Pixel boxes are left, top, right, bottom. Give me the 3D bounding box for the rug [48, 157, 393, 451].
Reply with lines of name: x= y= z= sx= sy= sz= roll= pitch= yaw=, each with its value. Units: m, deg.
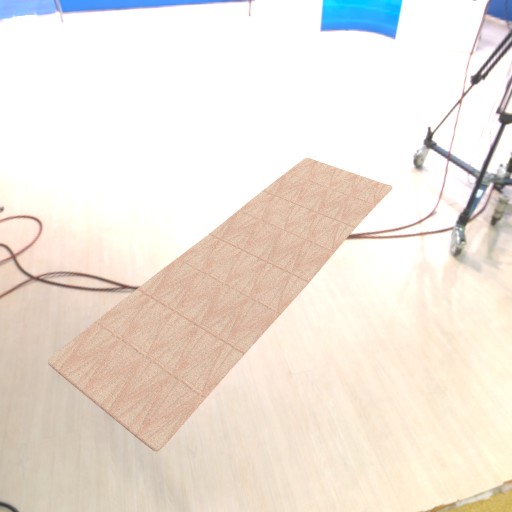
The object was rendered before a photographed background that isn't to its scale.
rug: x=0.000 y=0.000 z=2.711 sx=0.760 sy=0.015 sz=2.435 roll=26 pitch=48 yaw=26
